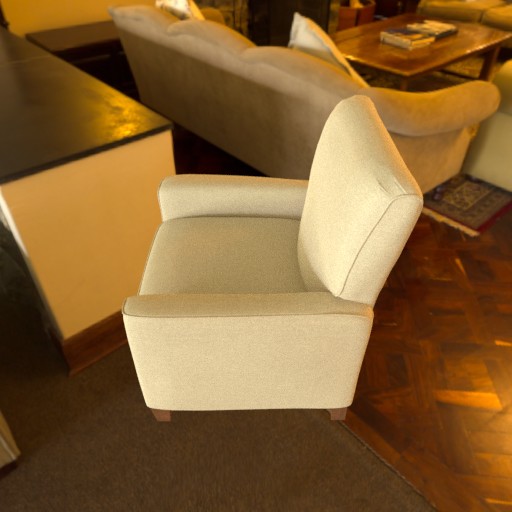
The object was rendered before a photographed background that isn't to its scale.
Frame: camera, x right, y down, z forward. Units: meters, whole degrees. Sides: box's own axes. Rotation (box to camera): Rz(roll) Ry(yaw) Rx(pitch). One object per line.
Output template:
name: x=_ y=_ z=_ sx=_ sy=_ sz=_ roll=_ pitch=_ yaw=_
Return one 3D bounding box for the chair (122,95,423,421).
chair: x=0.000 y=0.000 z=1.661 sx=0.858 sy=1.023 sz=0.841 roll=0 pitch=40 yaw=0
